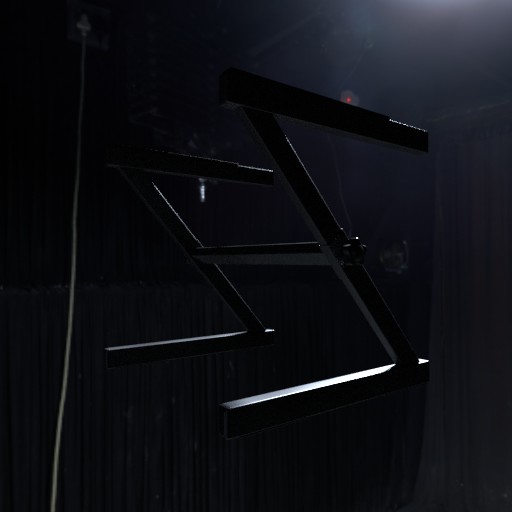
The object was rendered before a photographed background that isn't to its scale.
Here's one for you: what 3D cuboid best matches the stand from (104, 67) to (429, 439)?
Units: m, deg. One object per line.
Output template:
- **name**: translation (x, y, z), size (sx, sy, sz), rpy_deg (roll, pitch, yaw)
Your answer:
- **stand**: translation (0.000, 0.000, 1.149), size (0.586, 0.617, 0.700), rpy_deg (0, -1, -37)
